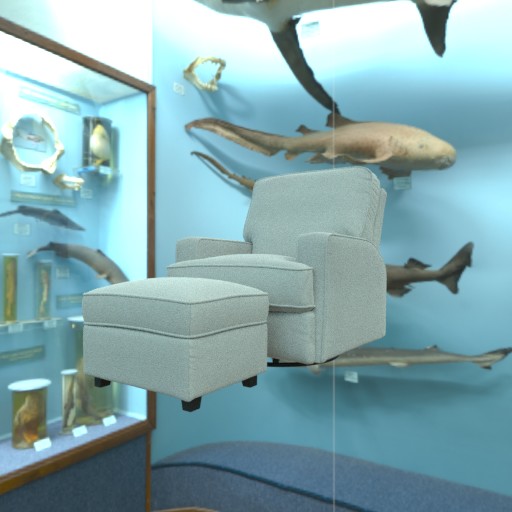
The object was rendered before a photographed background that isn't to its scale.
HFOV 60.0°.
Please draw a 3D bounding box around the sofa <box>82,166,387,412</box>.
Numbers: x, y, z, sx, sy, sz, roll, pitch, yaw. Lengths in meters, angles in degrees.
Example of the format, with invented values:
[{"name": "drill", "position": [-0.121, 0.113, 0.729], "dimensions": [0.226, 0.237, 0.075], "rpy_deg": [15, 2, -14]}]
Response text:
[{"name": "sofa", "position": [0.000, 0.000, 2.053], "dimensions": [0.861, 0.959, 1.472], "rpy_deg": [0, 0, 35]}]
